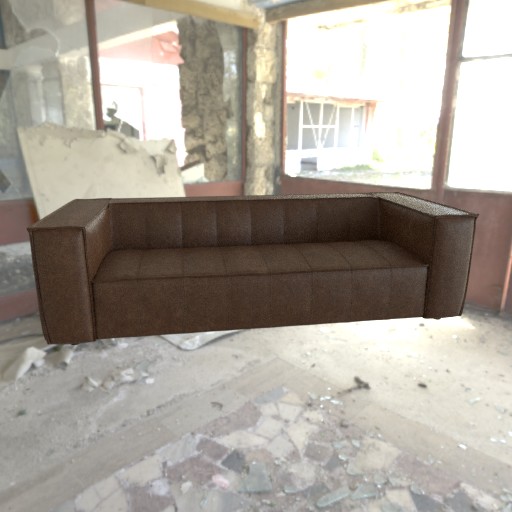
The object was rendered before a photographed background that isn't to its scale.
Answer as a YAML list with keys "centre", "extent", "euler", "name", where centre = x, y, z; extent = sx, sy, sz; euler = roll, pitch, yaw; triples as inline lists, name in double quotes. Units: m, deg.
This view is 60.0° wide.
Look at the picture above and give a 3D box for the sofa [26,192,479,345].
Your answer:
- centre: [0.000, 0.000, 3.025]
  extent: [2.581, 0.701, 1.102]
  euler: [-2, 16, -9]
  name: "sofa"
